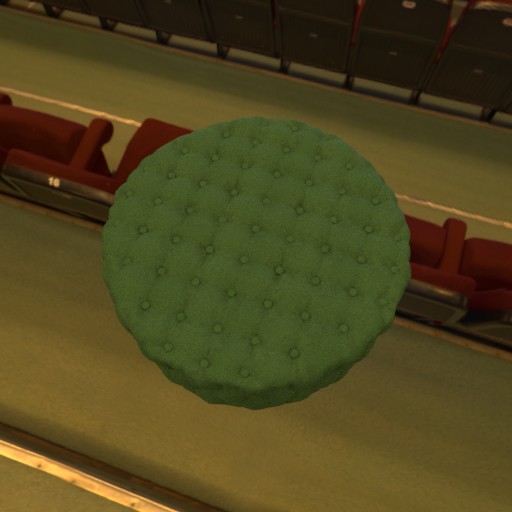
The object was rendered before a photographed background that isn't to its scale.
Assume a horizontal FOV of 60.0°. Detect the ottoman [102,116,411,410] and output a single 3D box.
[{"bbox_3d":[0.000,0.000,1.553,0.998,0.399,0.998,0,62,0],"label":"ottoman"}]
